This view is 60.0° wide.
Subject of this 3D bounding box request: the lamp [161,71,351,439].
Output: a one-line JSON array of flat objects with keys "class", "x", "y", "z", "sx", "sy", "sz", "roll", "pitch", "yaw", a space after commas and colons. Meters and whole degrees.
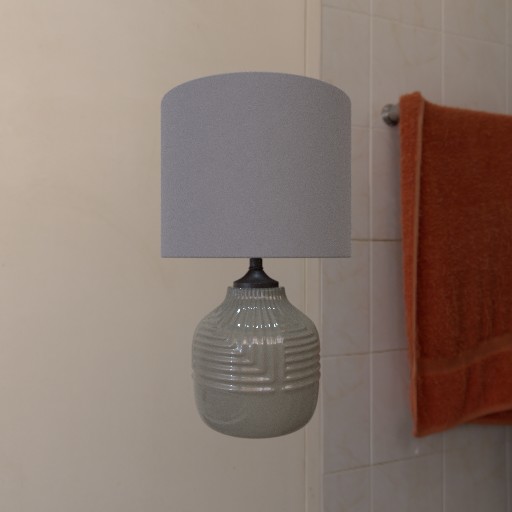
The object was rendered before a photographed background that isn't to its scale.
[{"class": "lamp", "x": 0.000, "y": 0.000, "z": 0.757, "sx": 0.318, "sy": 0.567, "sz": 0.318, "roll": 0, "pitch": 0, "yaw": 0}]
